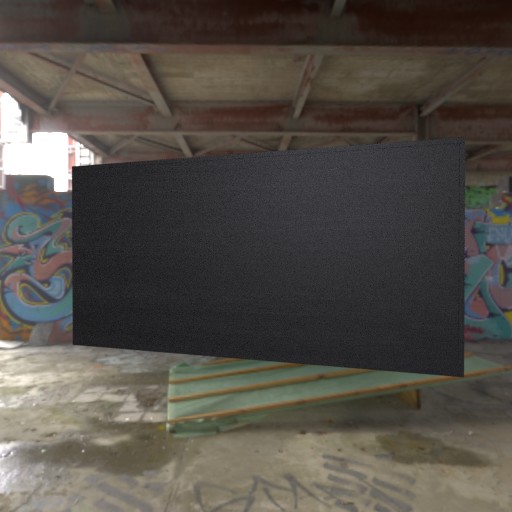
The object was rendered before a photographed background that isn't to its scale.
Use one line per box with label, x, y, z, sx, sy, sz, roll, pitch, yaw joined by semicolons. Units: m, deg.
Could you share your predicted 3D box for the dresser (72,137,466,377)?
dresser;0.000;0.000;1.907;1.590;0.795;0.400;0;1;19
